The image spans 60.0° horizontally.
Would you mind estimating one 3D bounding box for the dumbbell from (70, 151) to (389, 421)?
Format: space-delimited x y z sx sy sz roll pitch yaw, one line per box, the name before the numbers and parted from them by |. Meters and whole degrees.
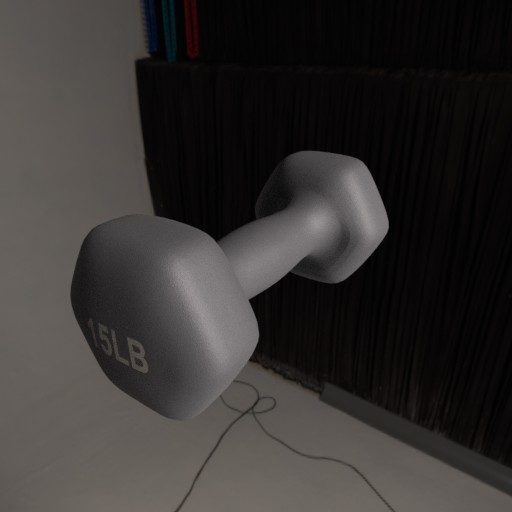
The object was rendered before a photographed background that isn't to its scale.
dumbbell | 0.000 0.000 0.307 0.116 0.105 0.240 18 31 32
